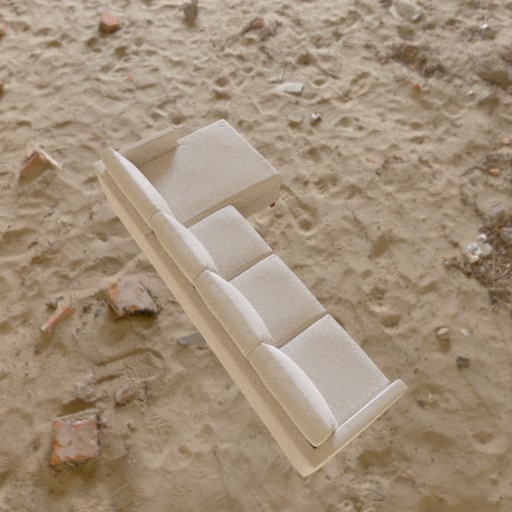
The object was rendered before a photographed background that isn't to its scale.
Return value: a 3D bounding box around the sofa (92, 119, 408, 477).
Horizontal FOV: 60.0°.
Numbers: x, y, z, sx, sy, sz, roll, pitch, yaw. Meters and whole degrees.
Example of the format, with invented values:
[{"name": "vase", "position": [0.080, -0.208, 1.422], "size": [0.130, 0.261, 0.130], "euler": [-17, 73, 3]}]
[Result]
[{"name": "sofa", "position": [0.000, 0.000, 4.177], "size": [1.606, 0.954, 3.471], "euler": [-32, 63, -18]}]
